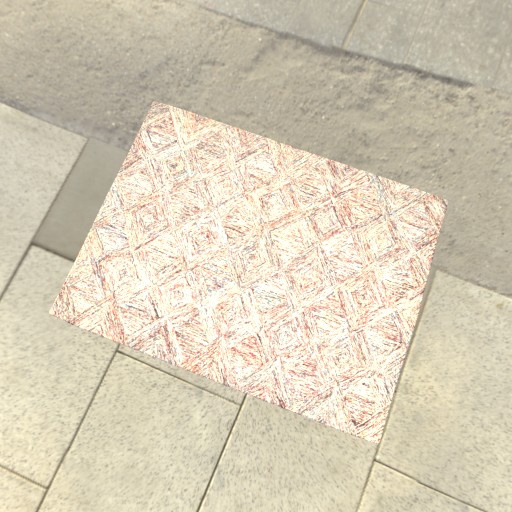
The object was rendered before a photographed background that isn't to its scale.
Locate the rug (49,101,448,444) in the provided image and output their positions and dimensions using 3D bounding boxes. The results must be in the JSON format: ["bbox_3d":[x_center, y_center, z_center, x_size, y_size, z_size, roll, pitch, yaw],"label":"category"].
[{"bbox_3d":[0.000,0.000,4.268,3.226,0.024,2.436,20,76,5],"label":"rug"}]
